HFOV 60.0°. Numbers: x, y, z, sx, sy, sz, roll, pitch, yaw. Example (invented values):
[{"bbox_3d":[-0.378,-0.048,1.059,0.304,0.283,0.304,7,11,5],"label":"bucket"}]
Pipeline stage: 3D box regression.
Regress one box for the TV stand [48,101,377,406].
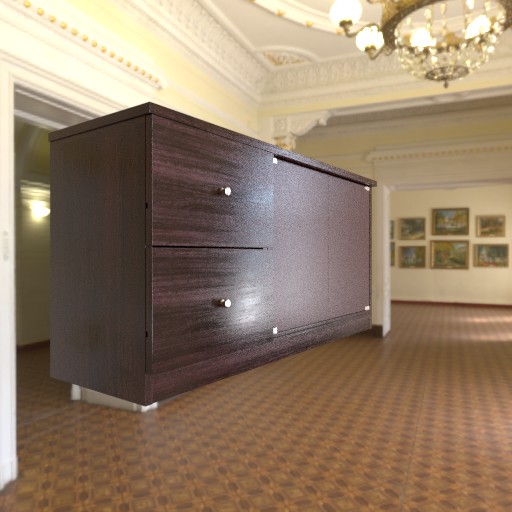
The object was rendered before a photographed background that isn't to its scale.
[{"bbox_3d":[0.000,0.000,1.462,0.404,0.614,1.192,0,0,37],"label":"TV stand"}]
